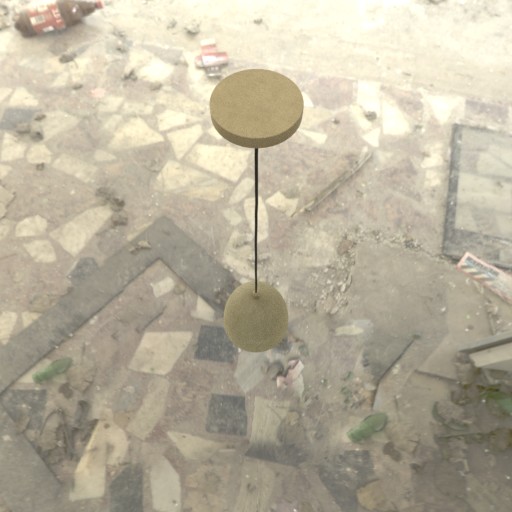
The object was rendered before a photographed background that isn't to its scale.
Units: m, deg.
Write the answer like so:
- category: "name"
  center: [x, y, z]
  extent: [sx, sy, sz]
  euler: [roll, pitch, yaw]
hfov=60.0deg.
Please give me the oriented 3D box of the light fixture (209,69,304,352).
- category: "light fixture"
  center: [0.000, 0.000, 0.831]
  extent: [0.170, 0.759, 0.170]
  euler: [31, 67, 15]
